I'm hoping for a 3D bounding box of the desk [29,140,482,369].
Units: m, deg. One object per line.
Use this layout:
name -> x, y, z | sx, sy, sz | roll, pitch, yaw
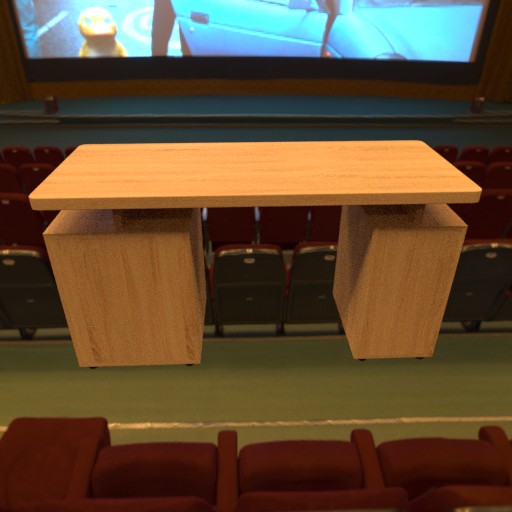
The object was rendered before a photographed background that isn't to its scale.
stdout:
desk -> 0.000, 0.000, 1.778 | 1.400, 0.760, 0.550 | -1, 31, -2
